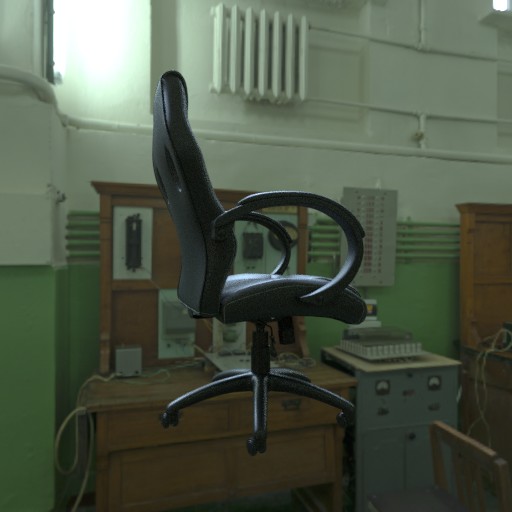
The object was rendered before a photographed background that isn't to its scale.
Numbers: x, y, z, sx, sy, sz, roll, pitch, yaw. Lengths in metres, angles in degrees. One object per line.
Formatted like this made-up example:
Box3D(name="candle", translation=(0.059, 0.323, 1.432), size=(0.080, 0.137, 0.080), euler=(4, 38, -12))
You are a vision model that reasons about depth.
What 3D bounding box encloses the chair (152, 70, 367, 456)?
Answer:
Box3D(name="chair", translation=(0.000, 0.000, 1.622), size=(0.724, 1.187, 0.673), euler=(0, 0, -18))
